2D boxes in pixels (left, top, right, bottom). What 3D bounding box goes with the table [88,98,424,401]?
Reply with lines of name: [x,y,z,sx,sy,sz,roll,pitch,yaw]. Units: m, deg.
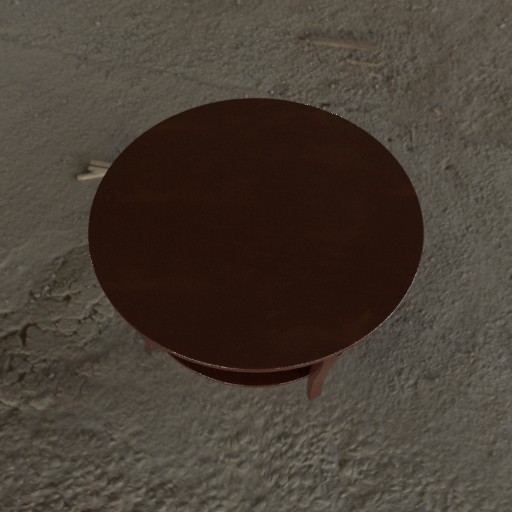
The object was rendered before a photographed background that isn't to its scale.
table: [0.000,0.000,1.439,0.911,0.512,0.911,0,58,0]
